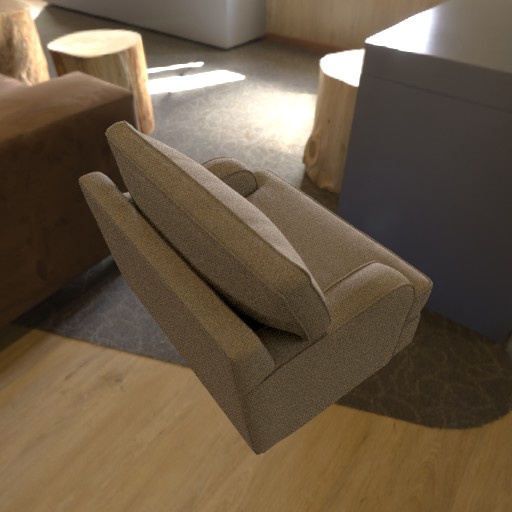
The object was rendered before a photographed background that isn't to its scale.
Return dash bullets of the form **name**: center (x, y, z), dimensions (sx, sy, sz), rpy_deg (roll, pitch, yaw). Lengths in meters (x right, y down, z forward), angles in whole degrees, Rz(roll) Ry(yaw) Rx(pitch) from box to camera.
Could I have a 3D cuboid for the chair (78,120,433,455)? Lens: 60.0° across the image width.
- **chair**: center (0.000, 0.000, 1.985), dimensions (1.040, 1.016, 1.220), rpy_deg (-27, 48, -27)
